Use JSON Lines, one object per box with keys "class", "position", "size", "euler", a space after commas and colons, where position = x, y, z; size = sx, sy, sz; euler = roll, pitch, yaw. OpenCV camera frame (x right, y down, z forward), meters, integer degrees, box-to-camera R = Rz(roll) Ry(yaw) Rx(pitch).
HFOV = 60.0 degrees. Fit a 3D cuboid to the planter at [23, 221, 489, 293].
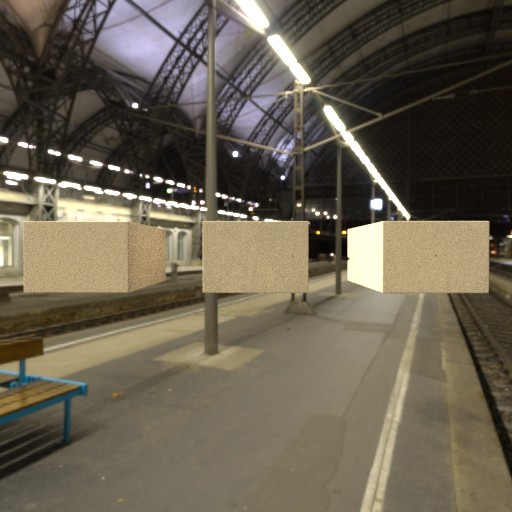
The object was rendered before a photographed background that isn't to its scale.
{"class": "planter", "position": [0.000, 0.000, 0.380], "size": [0.333, 0.051, 0.127], "euler": [0, 1, 1]}
